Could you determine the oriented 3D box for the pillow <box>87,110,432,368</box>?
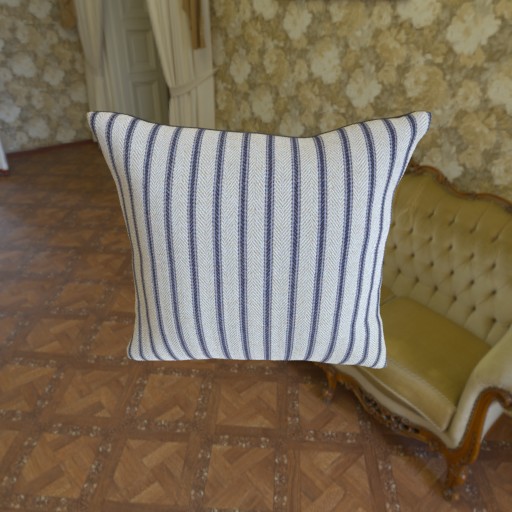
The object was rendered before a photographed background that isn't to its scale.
[{"bbox_3d":[0.000,0.000,0.697,0.468,0.444,0.138,1,30,2],"label":"pillow"}]
